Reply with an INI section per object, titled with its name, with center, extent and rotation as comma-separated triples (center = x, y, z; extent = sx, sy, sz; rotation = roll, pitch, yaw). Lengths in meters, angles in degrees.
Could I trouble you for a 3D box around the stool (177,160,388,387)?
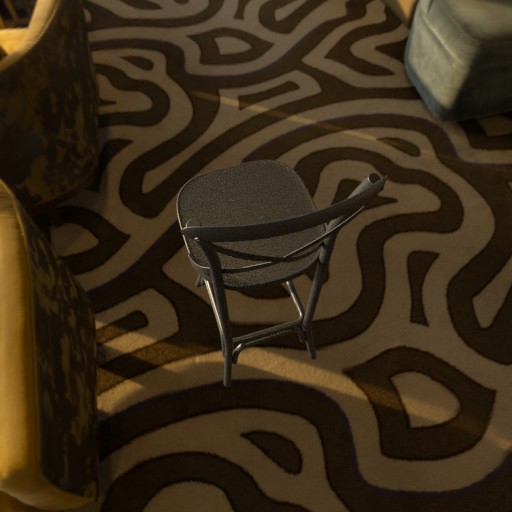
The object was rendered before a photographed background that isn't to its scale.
[stool]
center = 0.000, 0.000, 1.492
extent = 0.457, 1.168, 0.584
rotation = -15, 60, -9
